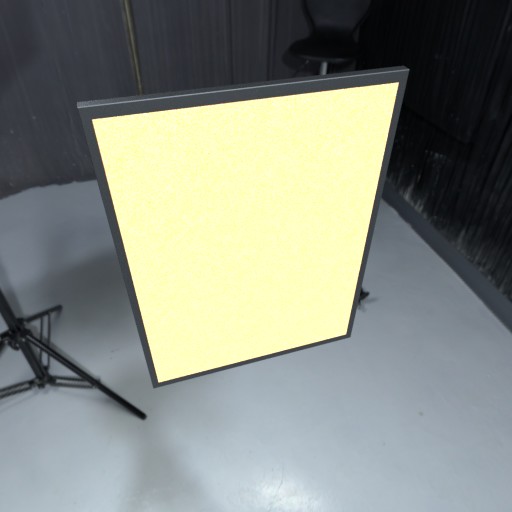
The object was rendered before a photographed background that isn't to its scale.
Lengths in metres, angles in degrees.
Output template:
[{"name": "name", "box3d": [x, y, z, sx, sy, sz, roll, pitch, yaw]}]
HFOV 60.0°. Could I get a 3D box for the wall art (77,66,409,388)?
[{"name": "wall art", "box3d": [0.000, 0.000, 1.339, 0.774, 1.027, 0.030, -12, 42, -13]}]
